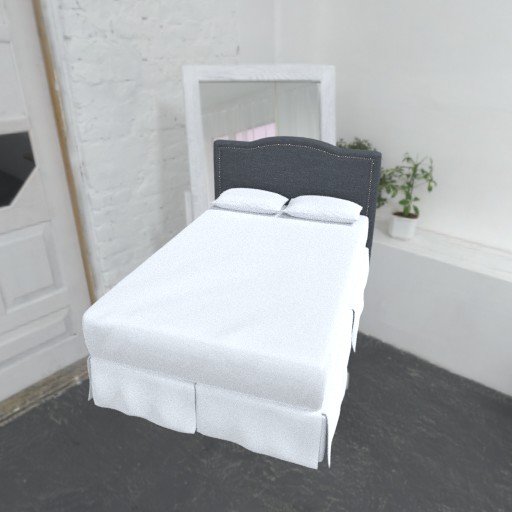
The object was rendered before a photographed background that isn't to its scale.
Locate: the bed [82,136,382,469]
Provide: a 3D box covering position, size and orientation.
[{"bbox_3d":[0.000,0.000,3.599,1.747,1.441,2.507,8,28,16],"label":"bed"}]
